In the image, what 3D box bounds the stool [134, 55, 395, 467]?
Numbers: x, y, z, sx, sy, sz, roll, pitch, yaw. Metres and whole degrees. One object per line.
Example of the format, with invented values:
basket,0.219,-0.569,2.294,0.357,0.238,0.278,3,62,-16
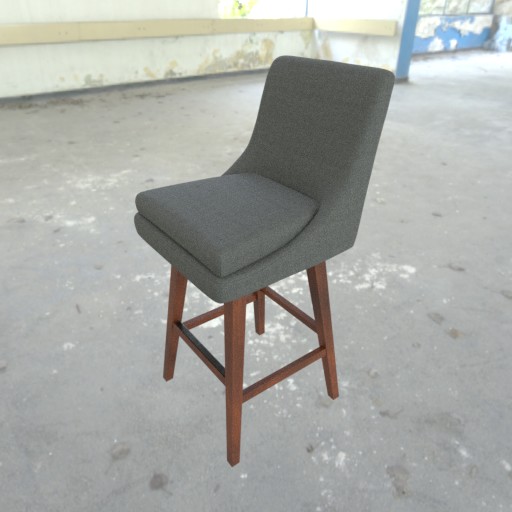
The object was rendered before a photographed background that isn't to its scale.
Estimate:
stool,0.000,0.000,1.242,0.524,0.977,0.447,-21,36,-31
